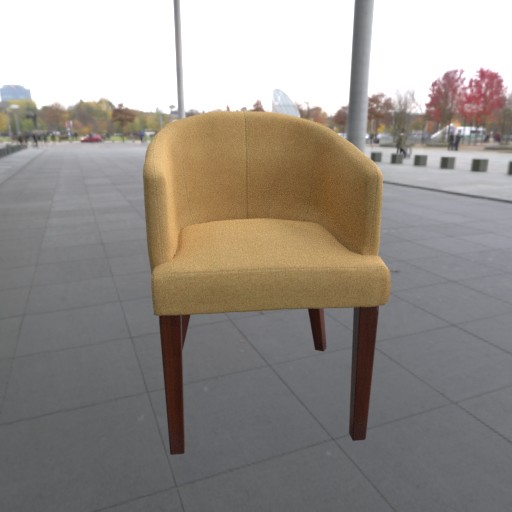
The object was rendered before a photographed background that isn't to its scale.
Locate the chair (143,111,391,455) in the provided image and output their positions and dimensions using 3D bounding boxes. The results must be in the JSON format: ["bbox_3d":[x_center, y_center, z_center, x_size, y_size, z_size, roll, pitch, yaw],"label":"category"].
[{"bbox_3d":[0.000,0.000,1.262,0.583,0.811,0.655,-2,16,-7],"label":"chair"}]
